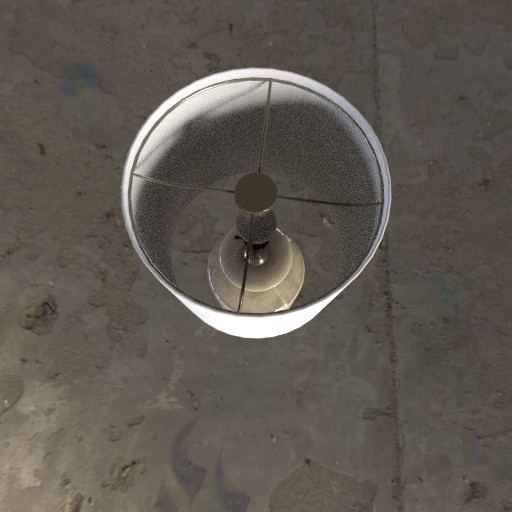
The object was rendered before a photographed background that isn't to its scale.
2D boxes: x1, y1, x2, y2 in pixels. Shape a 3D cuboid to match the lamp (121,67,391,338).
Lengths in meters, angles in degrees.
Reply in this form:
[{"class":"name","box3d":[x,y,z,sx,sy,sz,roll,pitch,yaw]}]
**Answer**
[{"class":"lamp","box3d":[0.000,0.000,0.566,0.211,0.455,0.211,21,76,5]}]
